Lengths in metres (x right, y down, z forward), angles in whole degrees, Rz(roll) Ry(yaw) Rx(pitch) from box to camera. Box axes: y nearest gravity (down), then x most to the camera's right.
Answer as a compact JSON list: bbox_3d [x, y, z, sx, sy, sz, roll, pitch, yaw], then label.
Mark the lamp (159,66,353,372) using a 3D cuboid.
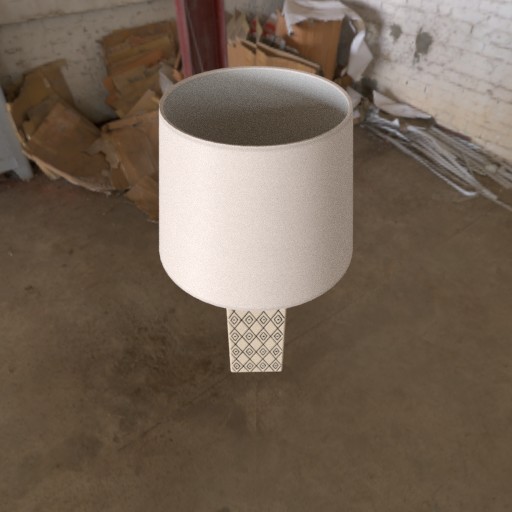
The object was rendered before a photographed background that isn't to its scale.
[{"bbox_3d":[0.000,0.000,0.604,0.251,0.435,0.251,0,42,0],"label":"lamp"}]
